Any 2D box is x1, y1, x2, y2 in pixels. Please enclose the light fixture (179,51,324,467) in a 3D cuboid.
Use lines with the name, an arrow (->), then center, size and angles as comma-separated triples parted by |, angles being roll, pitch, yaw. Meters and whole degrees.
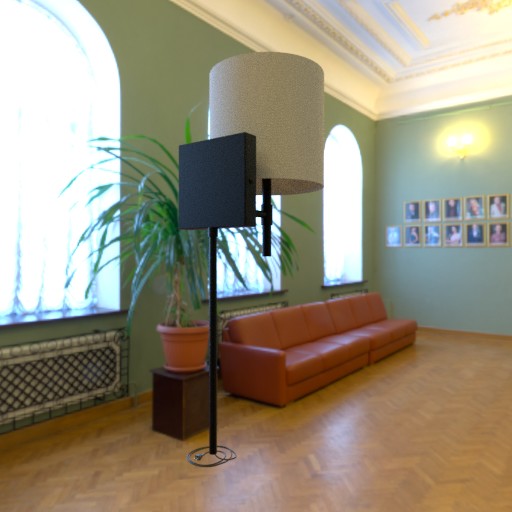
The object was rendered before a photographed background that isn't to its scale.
light fixture -> 0.000, 0.000, 0.709 | 0.188, 0.589, 0.248 | 0, 0, 36
